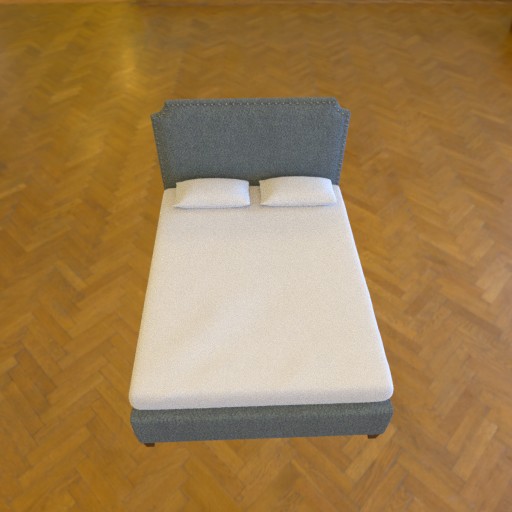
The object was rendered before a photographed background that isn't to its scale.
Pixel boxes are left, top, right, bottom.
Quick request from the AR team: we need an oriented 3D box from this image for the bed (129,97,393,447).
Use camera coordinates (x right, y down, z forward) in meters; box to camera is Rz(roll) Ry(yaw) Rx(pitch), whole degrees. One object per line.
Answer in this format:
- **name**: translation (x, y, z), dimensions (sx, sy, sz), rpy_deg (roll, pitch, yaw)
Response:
- **bed**: translation (0.000, 0.000, 3.430), dimensions (1.712, 1.443, 2.372), rpy_deg (-2, 46, -1)
